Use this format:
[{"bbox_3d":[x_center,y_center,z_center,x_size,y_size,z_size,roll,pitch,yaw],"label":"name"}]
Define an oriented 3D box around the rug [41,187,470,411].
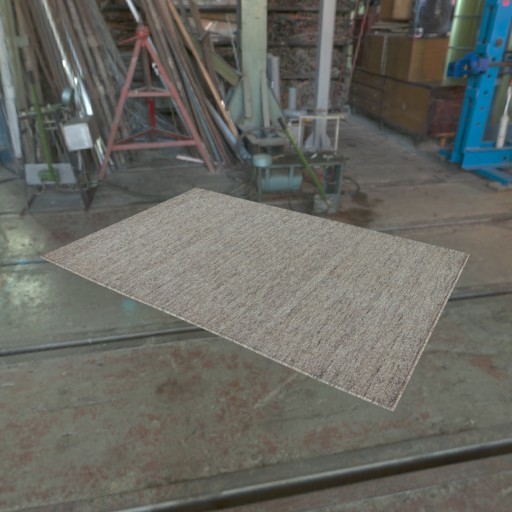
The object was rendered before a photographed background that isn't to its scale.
[{"bbox_3d":[0.000,0.000,2.838,2.283,0.013,1.547,17,33,29],"label":"rug"}]
